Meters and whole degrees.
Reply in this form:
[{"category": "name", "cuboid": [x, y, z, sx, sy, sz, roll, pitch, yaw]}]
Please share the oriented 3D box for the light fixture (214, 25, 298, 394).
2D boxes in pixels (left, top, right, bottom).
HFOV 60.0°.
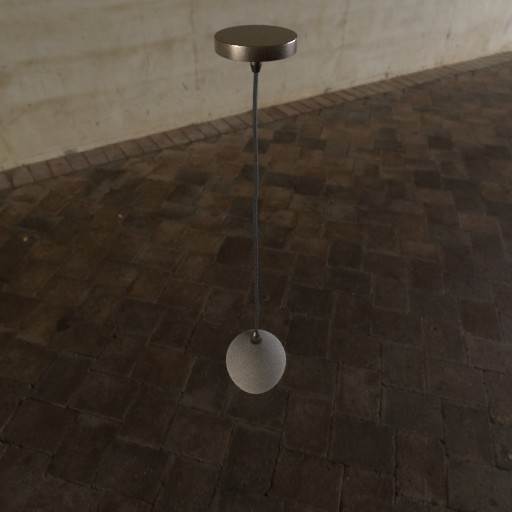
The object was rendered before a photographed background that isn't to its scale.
[{"category": "light fixture", "cuboid": [0.000, 0.000, 0.831, 0.139, 0.764, 0.139, 1, 40, 1]}]
